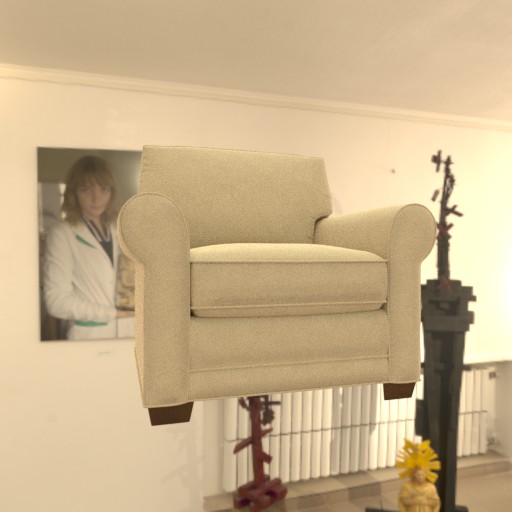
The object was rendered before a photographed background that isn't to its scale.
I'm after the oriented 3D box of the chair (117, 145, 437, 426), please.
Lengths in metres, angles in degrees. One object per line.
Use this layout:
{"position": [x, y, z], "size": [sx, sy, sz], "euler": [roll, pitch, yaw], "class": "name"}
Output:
{"position": [0.000, 0.000, 1.741], "size": [1.040, 0.955, 0.863], "euler": [0, 0, -17], "class": "chair"}
